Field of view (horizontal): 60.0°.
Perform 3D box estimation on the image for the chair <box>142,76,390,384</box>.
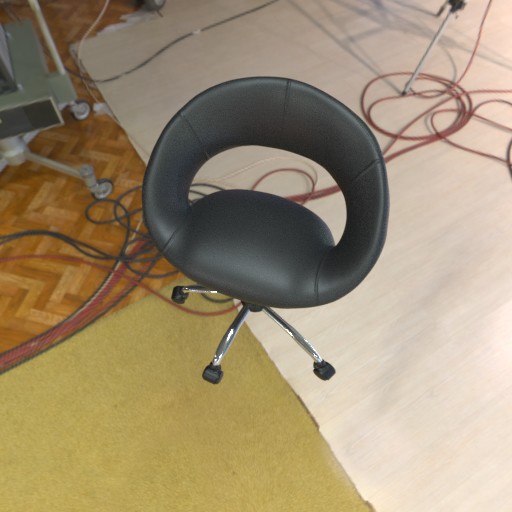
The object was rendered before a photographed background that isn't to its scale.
[{"bbox_3d":[0.000,0.000,1.193,0.612,0.791,0.538,17,60,10],"label":"chair"}]
